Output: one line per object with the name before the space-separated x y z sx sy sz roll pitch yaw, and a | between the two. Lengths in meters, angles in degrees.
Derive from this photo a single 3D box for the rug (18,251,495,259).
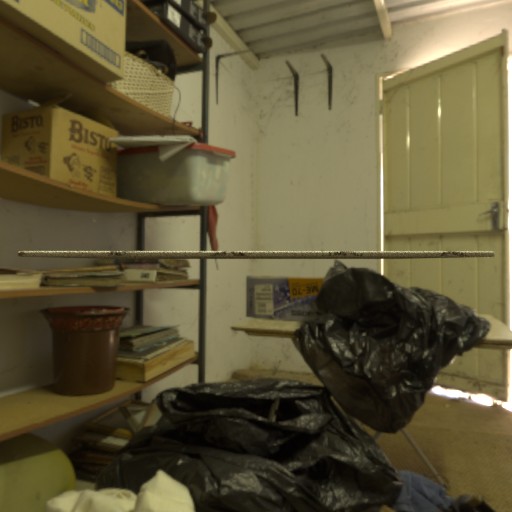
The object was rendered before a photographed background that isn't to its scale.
rug | 0.000 0.000 3.008 2.438 0.030 1.524 0 -1 -1
